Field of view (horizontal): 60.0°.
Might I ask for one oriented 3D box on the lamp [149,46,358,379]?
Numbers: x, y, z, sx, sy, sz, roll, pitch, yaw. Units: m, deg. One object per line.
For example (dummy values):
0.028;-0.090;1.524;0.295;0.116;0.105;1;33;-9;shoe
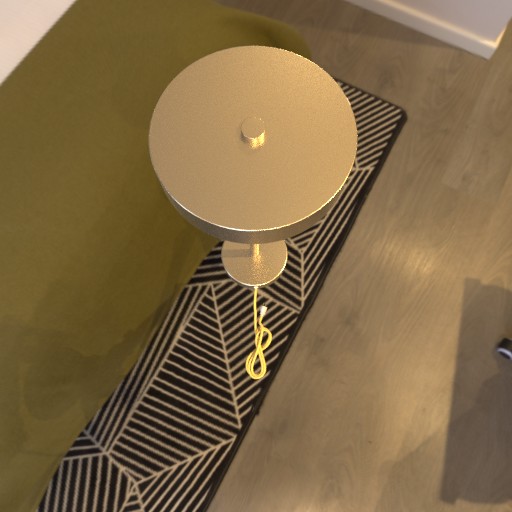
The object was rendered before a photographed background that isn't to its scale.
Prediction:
0.000;0.000;0.700;0.229;0.508;0.369;-2;74;-1;lamp
